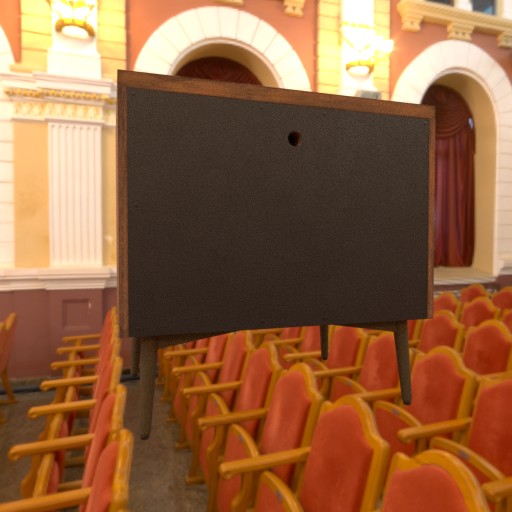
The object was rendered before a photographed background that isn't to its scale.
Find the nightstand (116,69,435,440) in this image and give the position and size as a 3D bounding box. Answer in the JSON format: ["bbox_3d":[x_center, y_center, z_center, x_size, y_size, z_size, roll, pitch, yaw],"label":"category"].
[{"bbox_3d":[0.000,0.000,1.022,0.610,0.610,0.458,0,2,-18],"label":"nightstand"}]
